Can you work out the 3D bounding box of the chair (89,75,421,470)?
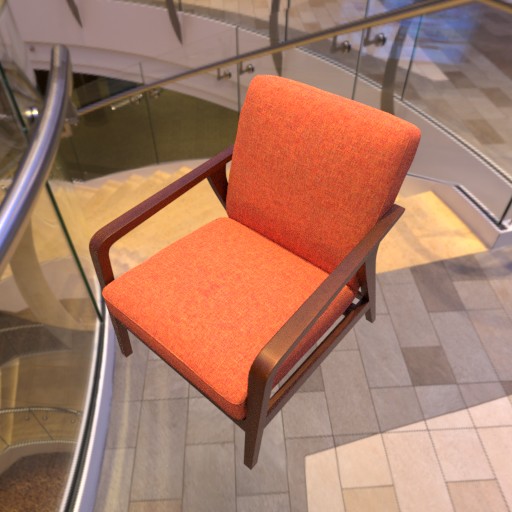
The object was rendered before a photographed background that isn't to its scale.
[{"bbox_3d":[0.000,0.000,1.491,0.719,0.890,0.860,31,53,27],"label":"chair"}]
